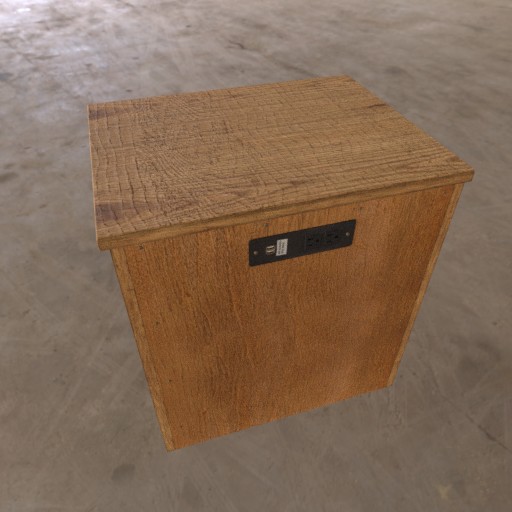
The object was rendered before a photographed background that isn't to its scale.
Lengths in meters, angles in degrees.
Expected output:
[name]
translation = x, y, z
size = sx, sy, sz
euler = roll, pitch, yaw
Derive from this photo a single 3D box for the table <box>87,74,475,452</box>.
[table]
translation = 0.000, 0.000, 1.038
size = 0.601, 0.625, 0.494
euler = -12, 42, -13
